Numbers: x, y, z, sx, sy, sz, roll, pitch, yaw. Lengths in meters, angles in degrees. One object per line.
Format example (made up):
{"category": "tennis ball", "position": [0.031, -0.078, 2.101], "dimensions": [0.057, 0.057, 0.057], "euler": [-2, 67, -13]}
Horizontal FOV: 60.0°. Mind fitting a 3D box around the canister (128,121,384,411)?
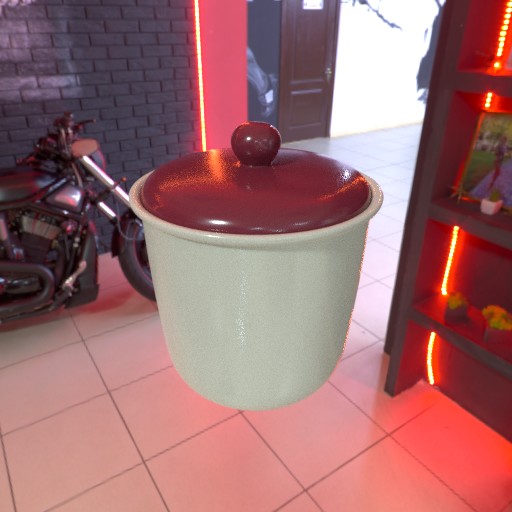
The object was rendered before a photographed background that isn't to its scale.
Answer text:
{"category": "canister", "position": [0.000, 0.000, 0.353], "dimensions": [0.182, 0.208, 0.182], "euler": [0, 28, 0]}
